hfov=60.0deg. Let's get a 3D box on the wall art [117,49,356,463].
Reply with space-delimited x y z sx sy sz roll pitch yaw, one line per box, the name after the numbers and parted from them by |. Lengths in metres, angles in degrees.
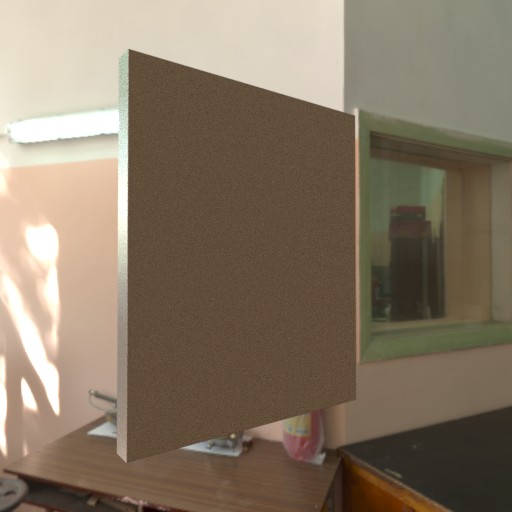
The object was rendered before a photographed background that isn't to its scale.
0.000 0.000 0.737 0.452 0.549 0.038 1 -1 -37 | wall art
